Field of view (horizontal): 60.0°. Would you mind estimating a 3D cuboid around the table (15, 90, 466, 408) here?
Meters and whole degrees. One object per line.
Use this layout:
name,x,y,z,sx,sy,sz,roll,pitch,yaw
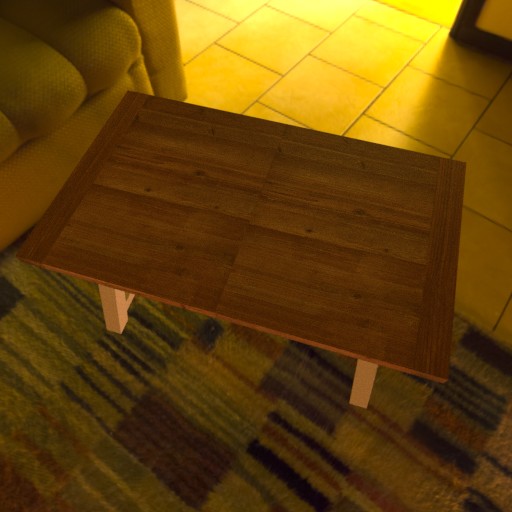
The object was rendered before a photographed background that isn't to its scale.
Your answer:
table,0.000,0.000,2.004,1.503,0.743,0.922,15,60,9
